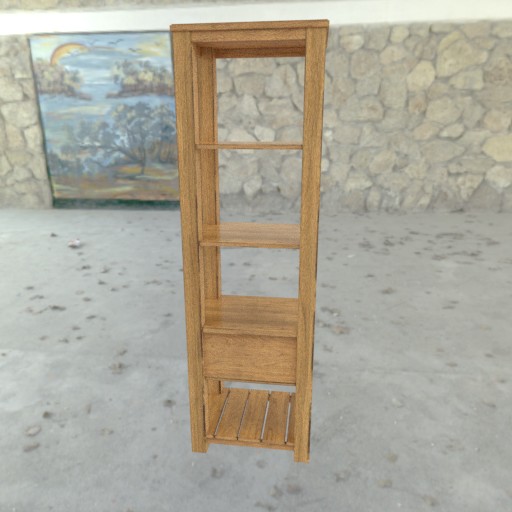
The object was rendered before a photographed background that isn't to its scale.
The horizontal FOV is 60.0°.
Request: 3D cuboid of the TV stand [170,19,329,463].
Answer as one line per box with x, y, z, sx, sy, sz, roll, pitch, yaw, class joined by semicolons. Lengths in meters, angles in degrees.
0.000;0.000;2.006;0.565;1.828;0.435;2;16;7;TV stand
